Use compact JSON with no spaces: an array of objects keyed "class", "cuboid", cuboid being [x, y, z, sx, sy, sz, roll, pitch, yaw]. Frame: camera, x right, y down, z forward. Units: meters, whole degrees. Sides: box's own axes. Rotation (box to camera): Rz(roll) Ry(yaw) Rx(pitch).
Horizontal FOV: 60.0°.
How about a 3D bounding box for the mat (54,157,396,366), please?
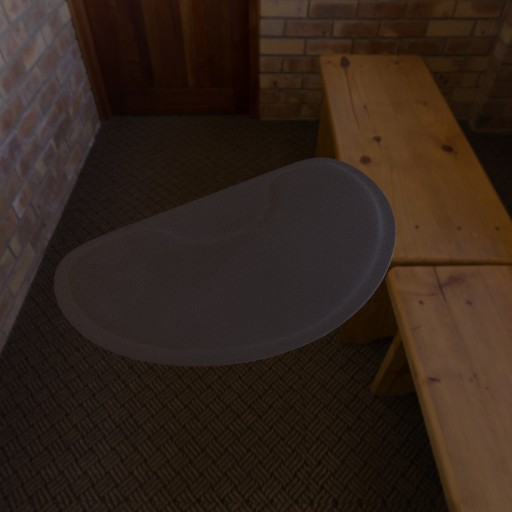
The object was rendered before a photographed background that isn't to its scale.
[{"class":"mat","cuboid":[0.000,0.000,1.835,1.524,0.013,0.913,-24,51,-21]}]
